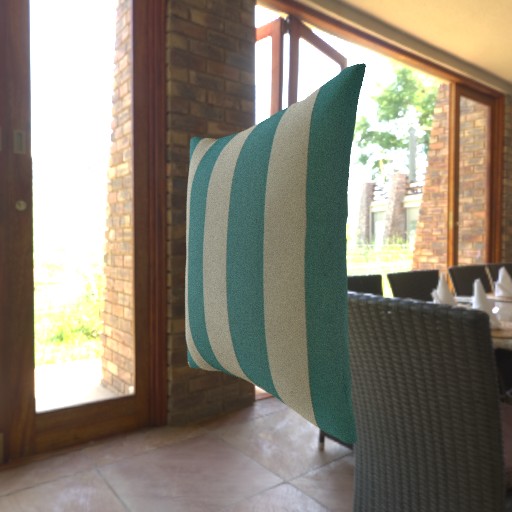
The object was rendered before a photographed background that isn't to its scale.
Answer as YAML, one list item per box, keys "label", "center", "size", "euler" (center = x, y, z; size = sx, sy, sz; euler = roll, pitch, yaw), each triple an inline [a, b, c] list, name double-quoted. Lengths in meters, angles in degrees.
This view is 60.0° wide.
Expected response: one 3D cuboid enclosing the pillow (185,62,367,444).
- label: "pillow"
  center: [0.000, 0.000, 0.814]
  size: [0.189, 0.526, 0.536]
  euler: [-1, 2, -34]
